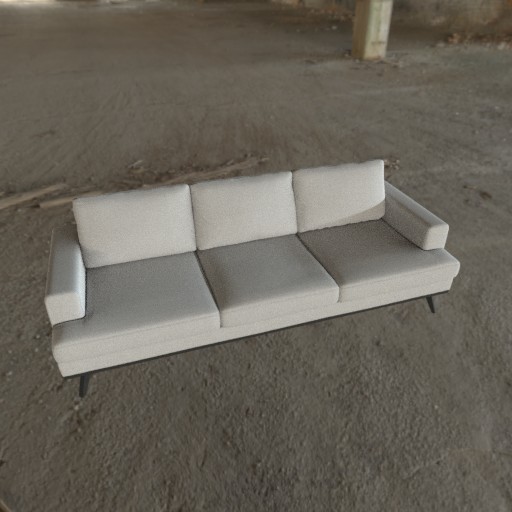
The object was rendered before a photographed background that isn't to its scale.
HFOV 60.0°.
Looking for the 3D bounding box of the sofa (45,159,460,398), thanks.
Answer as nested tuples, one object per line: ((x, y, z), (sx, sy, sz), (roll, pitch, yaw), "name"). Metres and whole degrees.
((0.000, 0.000, 2.707), (2.310, 0.810, 0.920), (-10, 34, -15), "sofa")
